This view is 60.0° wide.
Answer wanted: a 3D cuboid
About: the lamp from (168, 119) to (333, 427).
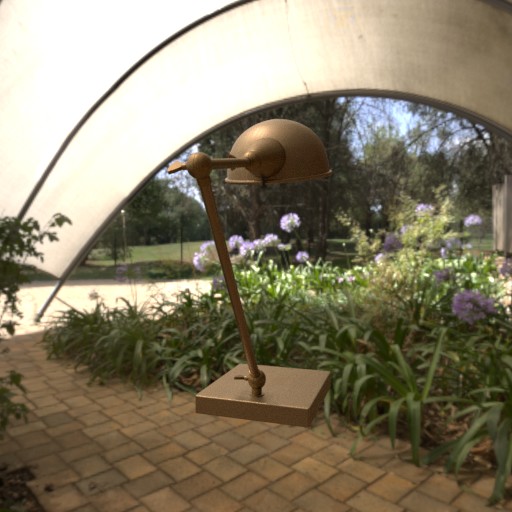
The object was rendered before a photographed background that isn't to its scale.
[{"bbox_3d":[0.000,0.000,0.526,0.149,0.371,0.339,0,1,18],"label":"lamp"}]
